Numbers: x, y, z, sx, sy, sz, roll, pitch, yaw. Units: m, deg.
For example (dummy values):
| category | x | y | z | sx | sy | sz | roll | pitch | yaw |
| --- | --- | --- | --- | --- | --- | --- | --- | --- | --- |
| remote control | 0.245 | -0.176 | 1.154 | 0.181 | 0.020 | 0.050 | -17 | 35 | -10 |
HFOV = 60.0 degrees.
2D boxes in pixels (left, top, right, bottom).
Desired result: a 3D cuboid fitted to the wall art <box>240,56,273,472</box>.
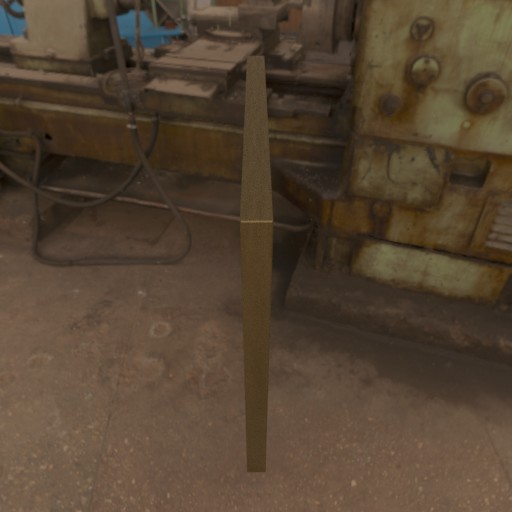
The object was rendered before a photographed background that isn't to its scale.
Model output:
| category | x | y | z | sx | sy | sz | roll | pitch | yaw |
| --- | --- | --- | --- | --- | --- | --- | --- | --- | --- |
| wall art | 0.000 | 0.000 | 0.757 | 0.031 | 0.506 | 0.503 | 0 | 40 | 0 |
